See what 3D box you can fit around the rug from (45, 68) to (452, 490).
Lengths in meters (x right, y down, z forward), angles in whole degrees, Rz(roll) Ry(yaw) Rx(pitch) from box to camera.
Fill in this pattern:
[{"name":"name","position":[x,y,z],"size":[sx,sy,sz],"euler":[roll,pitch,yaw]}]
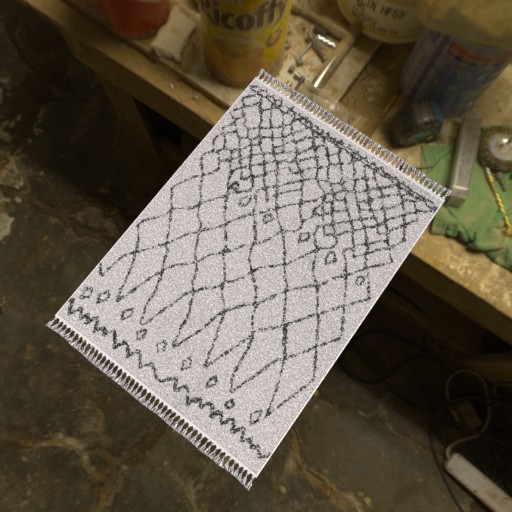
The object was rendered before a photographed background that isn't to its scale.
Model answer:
[{"name":"rug","position":[0.000,0.000,2.913],"size":[1.613,0.017,2.312],"euler":[36,79,8]}]
